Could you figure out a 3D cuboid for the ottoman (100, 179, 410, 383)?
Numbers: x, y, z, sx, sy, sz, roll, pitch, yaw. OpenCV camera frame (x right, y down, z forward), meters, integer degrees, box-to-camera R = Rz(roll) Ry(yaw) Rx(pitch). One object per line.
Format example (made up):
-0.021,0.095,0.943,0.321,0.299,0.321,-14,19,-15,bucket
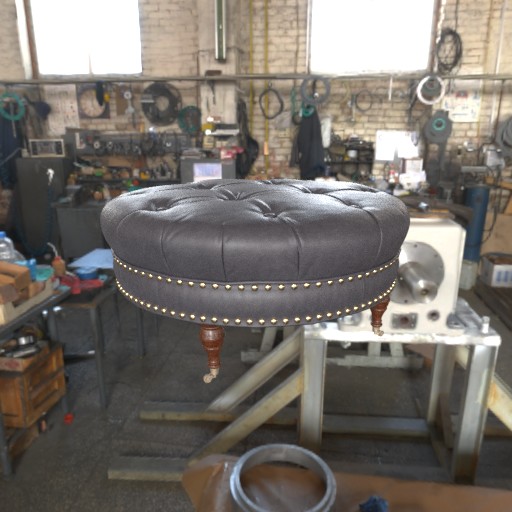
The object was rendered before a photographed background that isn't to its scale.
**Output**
0.000,0.000,1.392,0.901,0.439,0.901,0,16,0,ottoman
